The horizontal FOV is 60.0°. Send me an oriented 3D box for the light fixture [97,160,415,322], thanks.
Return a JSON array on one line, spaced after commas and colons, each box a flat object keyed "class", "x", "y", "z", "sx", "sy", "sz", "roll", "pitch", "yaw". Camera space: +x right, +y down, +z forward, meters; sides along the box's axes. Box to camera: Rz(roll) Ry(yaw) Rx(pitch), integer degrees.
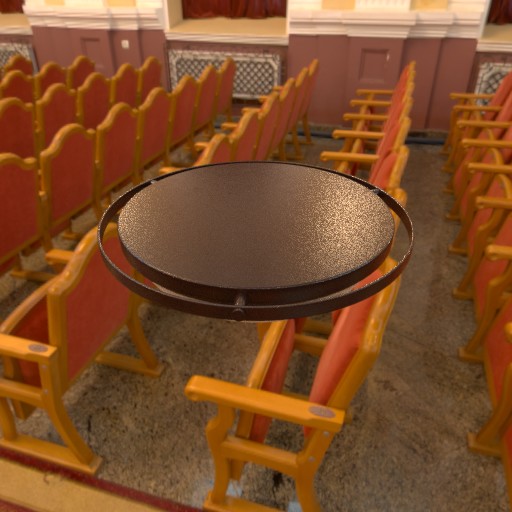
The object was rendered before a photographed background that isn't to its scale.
[{"class": "light fixture", "x": 0.000, "y": 0.000, "z": 0.557, "sx": 0.361, "sy": 0.130, "sz": 0.361, "roll": 0, "pitch": 32, "yaw": 0}]
